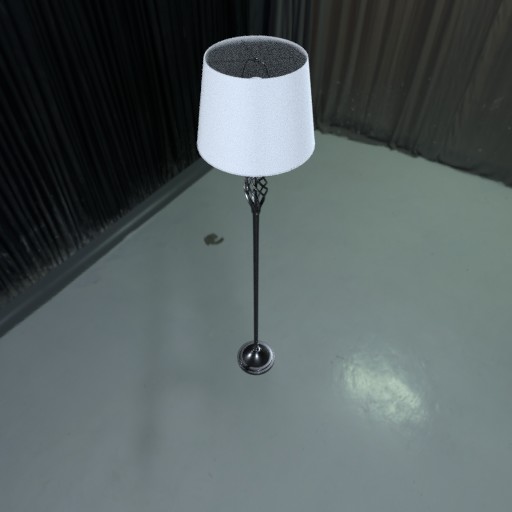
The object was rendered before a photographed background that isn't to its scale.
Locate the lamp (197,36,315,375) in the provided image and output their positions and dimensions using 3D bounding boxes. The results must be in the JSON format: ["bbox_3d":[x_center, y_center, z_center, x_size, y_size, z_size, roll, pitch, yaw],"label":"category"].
[{"bbox_3d":[0.000,0.000,1.823,0.379,1.623,0.379,0,47,0],"label":"lamp"}]
